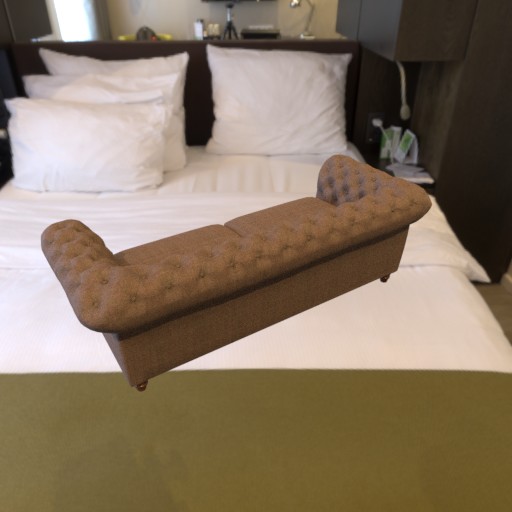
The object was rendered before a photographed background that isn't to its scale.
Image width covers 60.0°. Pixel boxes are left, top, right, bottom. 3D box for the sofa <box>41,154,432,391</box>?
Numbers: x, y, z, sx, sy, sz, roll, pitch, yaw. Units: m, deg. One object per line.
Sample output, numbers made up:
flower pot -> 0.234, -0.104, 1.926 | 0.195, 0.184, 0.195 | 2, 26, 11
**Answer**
sofa -> 0.000, 0.000, 2.913 | 2.385, 0.787, 0.944 | -19, 36, -28
